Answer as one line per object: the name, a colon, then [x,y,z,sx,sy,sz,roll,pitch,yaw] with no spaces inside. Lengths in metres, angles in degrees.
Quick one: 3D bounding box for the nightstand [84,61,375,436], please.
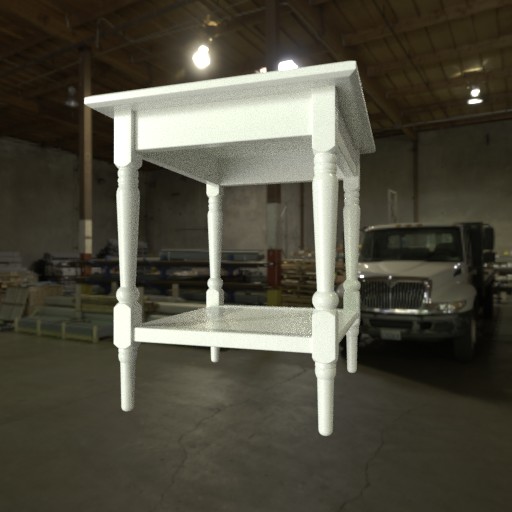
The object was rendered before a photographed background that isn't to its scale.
nightstand: [0.000,0.000,0.931,0.459,0.555,0.505,0,0,18]
